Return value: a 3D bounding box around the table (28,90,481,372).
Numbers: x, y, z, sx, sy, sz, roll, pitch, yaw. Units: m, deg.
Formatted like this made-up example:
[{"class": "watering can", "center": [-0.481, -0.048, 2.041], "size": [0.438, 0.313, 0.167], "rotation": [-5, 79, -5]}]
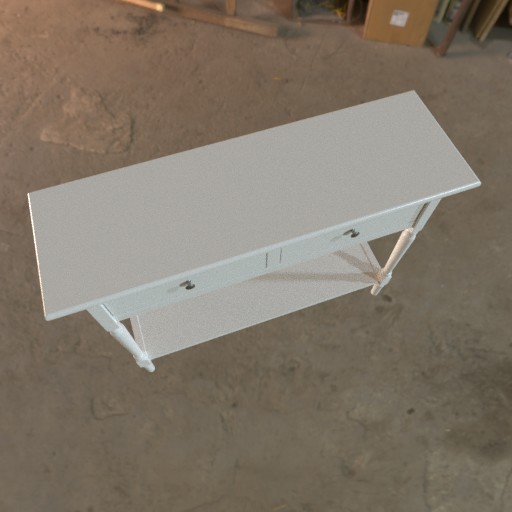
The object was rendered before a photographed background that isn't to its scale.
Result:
[{"class": "table", "center": [0.000, 0.000, 1.575], "size": [1.191, 0.814, 0.386], "rotation": [-17, 64, -9]}]
